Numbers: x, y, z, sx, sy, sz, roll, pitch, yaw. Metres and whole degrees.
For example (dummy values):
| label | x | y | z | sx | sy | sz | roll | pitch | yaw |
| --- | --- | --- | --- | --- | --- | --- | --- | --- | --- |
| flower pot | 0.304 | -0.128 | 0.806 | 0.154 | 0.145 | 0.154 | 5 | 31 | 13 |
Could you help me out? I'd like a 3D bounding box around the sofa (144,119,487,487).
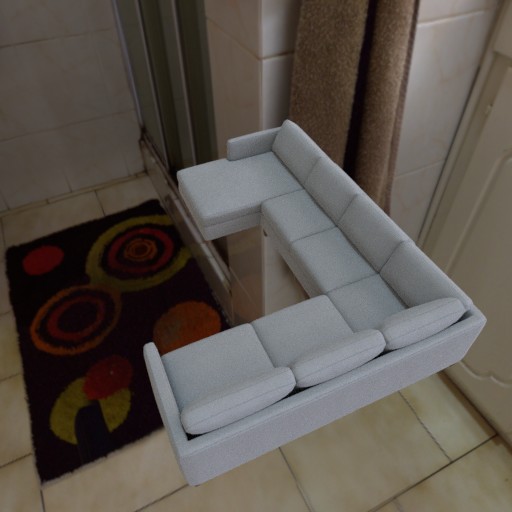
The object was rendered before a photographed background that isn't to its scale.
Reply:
| label | x | y | z | sx | sy | sz | roll | pitch | yaw |
| --- | --- | --- | --- | --- | --- | --- | --- | --- | --- |
| sofa | 0.000 | 0.000 | 4.266 | 2.551 | 0.853 | 3.238 | -18 | 49 | -17 |
